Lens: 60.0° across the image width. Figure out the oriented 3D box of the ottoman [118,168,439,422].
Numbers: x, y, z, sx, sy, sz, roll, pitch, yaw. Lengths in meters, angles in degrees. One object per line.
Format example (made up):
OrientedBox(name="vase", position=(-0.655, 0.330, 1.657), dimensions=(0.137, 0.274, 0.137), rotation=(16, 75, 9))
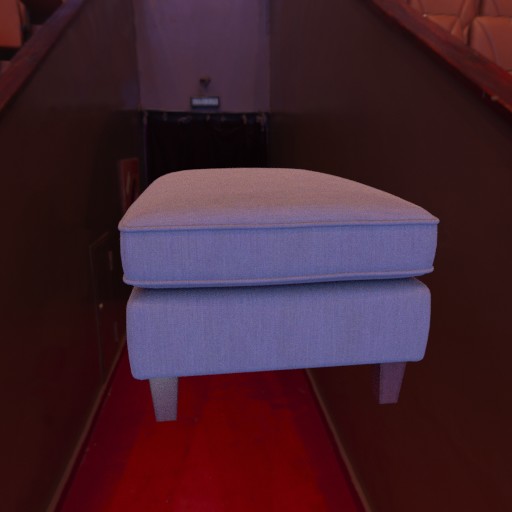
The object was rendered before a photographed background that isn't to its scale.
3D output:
OrientedBox(name="ottoman", position=(0.000, 0.000, 1.303), dimensions=(0.636, 0.480, 0.941), rotation=(-2, 15, -7))
